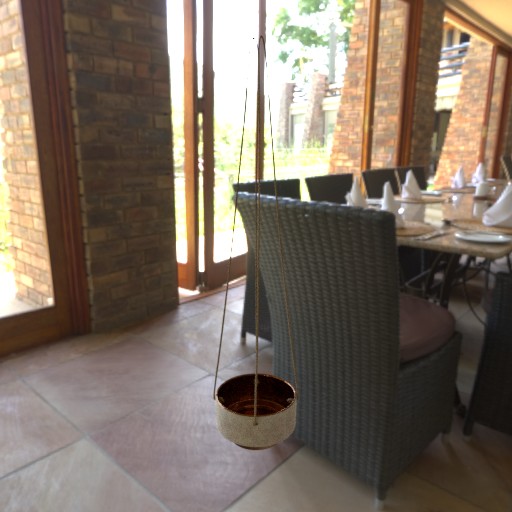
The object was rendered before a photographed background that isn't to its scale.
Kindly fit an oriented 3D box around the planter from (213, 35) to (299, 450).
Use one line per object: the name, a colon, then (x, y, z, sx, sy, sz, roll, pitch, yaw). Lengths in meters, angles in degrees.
planter: (0.000, 0.000, 1.133, 0.223, 1.030, 0.223, -13, 19, -43)
